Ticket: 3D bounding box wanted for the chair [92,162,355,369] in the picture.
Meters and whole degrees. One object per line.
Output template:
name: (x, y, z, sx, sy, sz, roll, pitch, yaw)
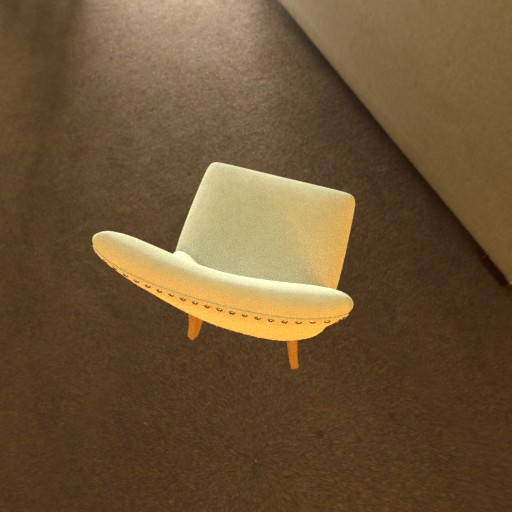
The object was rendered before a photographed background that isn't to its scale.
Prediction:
chair: (0.000, 0.000, 1.260, 0.495, 0.902, 0.610, 15, 66, 7)
